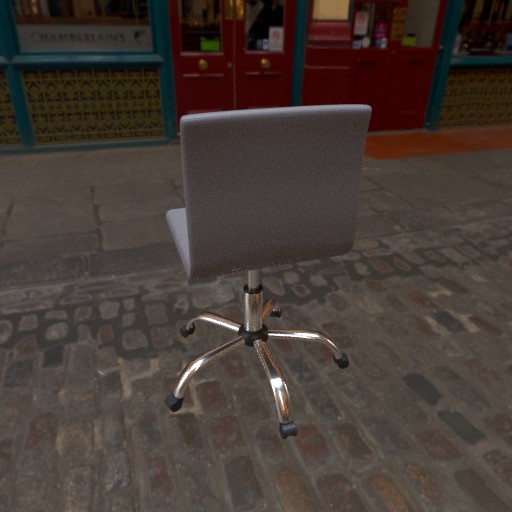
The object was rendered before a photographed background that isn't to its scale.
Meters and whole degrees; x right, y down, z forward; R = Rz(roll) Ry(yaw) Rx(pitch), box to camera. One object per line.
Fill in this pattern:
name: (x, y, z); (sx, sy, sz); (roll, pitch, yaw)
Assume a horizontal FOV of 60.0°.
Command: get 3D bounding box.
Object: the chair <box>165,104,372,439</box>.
chair: (0.000, 0.000, 1.145); (0.556, 0.780, 0.530); (-9, 29, -17)
